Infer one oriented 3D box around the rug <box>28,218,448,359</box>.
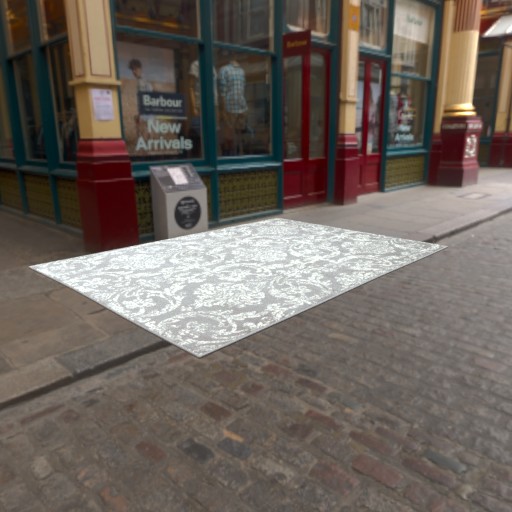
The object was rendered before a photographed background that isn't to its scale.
[{"bbox_3d":[0.000,0.000,2.831,1.578,0.014,2.206,14,21,42],"label":"rug"}]
